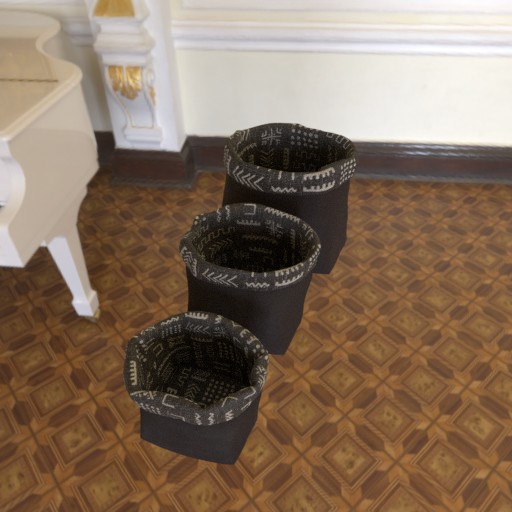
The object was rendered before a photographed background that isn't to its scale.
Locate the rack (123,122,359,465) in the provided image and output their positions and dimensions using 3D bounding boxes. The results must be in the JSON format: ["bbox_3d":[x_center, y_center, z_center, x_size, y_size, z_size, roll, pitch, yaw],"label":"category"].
[{"bbox_3d":[0.000,0.000,1.073,0.379,0.323,0.905,11,42,13],"label":"rack"}]
